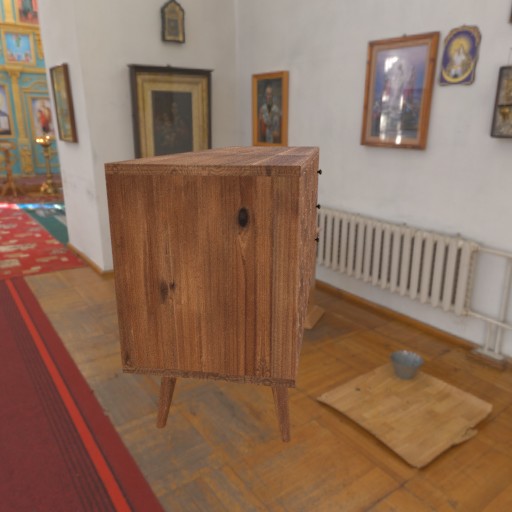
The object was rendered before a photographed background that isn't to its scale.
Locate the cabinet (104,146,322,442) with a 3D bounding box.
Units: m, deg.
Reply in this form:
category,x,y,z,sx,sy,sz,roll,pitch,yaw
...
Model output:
category,x,y,z,sx,sy,sz,roll,pitch,yaw
cabinet,0.000,0.000,1.747,0.472,0.800,1.400,3,16,9
